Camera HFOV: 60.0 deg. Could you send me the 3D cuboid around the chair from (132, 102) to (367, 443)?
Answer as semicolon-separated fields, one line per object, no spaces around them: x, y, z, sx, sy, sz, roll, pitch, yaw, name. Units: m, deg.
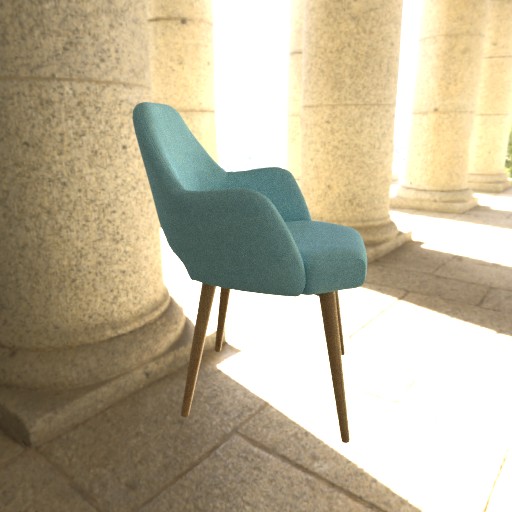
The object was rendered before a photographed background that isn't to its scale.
0.000;0.000;1.280;0.610;0.840;0.590;3;17;9;chair
